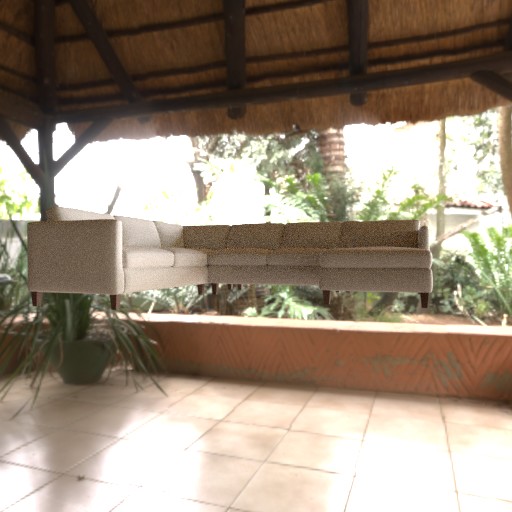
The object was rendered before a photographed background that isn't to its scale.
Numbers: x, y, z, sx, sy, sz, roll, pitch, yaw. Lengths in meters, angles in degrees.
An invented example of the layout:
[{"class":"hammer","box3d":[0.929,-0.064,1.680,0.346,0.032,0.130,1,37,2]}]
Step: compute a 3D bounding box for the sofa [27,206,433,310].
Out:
[{"class":"sofa","box3d":[0.000,0.000,4.356,3.238,0.853,2.551,0,0,19]}]
